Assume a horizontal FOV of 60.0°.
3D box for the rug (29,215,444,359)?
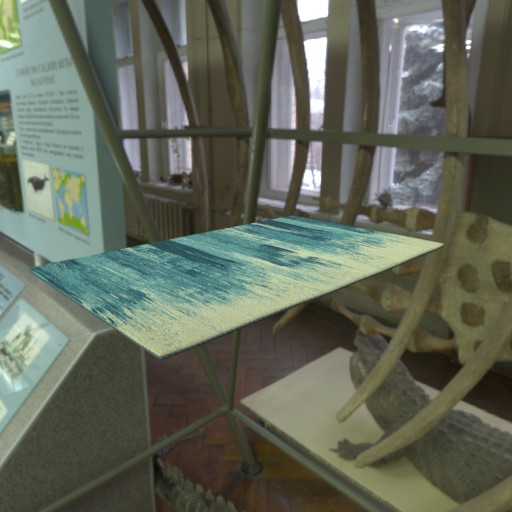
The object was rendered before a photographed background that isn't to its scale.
[{"bbox_3d":[0.000,0.000,3.013,2.450,0.027,1.540,-15,22,-41],"label":"rug"}]
